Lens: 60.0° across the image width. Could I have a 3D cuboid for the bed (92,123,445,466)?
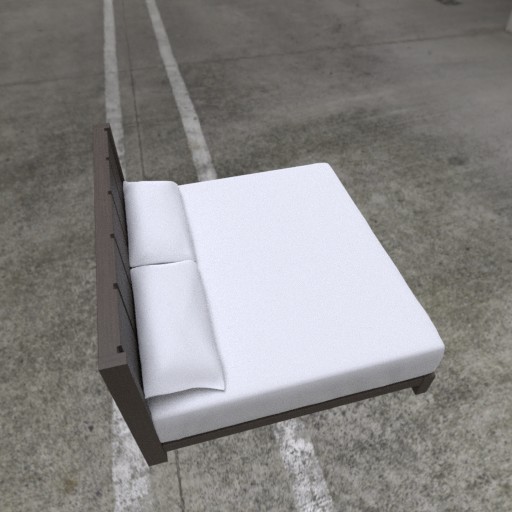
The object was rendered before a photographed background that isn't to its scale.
[{"bbox_3d":[0.000,0.000,3.307,2.012,1.270,2.134,-11,48,-10],"label":"bed"}]
